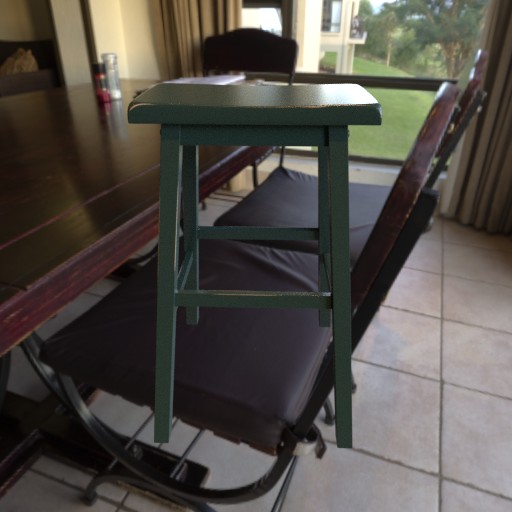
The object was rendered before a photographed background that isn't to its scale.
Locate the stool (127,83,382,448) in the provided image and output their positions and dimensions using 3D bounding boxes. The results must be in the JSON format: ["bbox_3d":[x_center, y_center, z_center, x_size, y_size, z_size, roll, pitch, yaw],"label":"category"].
[{"bbox_3d":[0.000,0.000,1.049,0.457,0.737,0.476,1,29,2],"label":"stool"}]
